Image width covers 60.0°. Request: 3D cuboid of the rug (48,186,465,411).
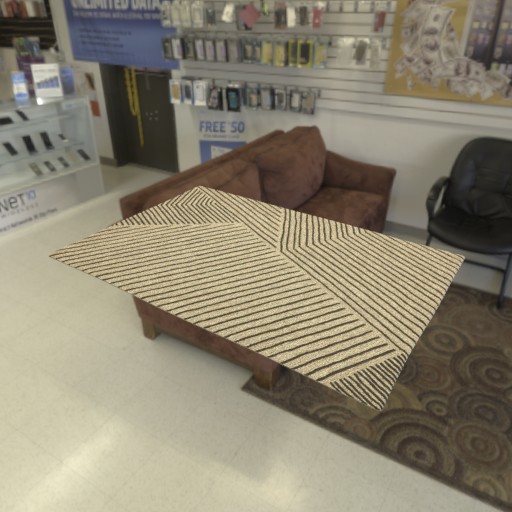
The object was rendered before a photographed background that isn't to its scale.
[{"bbox_3d":[0.000,0.000,2.348,1.842,0.019,1.237,19,35,29],"label":"rug"}]
